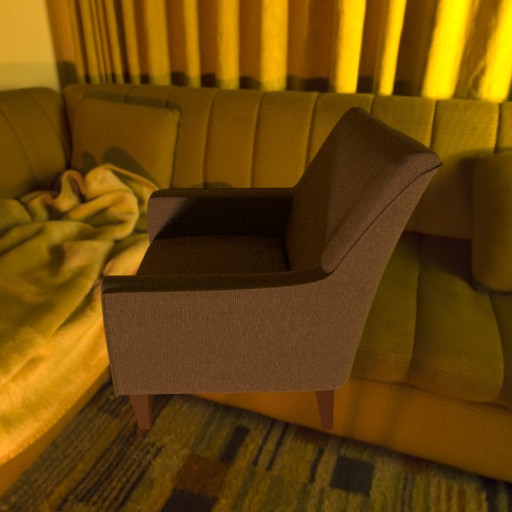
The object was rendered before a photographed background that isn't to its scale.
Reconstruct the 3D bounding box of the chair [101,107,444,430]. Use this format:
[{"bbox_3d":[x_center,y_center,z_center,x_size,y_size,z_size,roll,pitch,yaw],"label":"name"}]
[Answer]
[{"bbox_3d":[0.000,0.000,1.578,0.899,0.919,0.780,-1,27,-1],"label":"chair"}]
